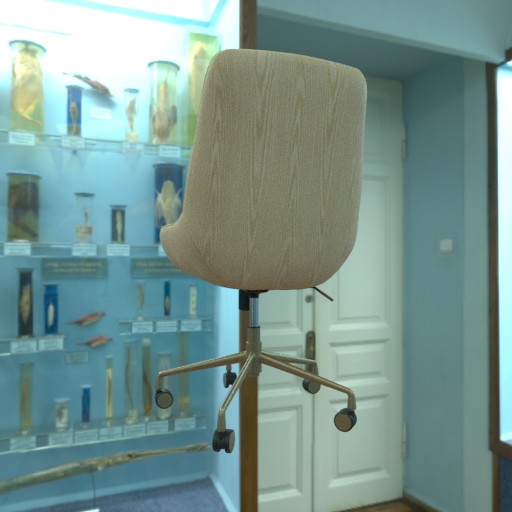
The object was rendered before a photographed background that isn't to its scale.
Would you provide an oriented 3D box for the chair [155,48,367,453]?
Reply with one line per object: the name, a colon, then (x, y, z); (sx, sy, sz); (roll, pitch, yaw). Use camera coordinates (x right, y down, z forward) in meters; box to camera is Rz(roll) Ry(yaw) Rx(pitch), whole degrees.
chair: (0.000, 0.000, 1.335); (0.564, 0.952, 0.668); (0, -1, -18)
